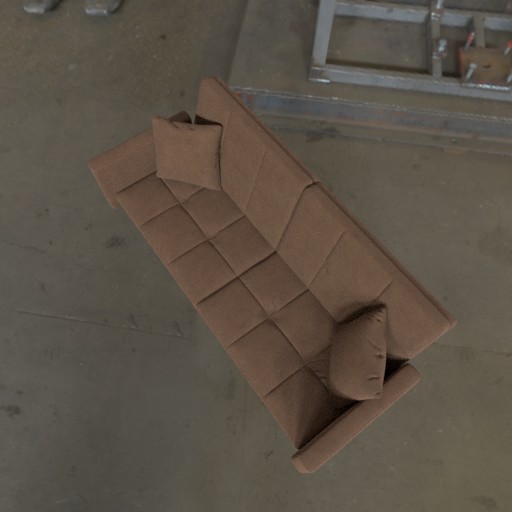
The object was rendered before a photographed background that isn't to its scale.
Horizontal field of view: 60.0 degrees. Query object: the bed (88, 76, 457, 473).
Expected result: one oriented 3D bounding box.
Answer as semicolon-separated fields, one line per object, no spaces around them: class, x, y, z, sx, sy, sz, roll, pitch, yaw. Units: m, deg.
bed;0.000;0.000;2.318;0.889;0.787;1.905;-34;69;-15
